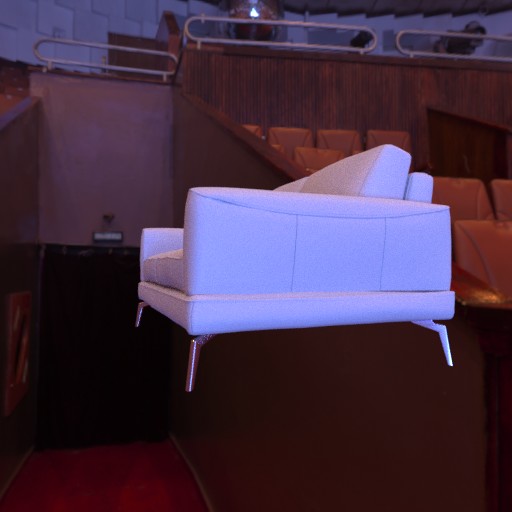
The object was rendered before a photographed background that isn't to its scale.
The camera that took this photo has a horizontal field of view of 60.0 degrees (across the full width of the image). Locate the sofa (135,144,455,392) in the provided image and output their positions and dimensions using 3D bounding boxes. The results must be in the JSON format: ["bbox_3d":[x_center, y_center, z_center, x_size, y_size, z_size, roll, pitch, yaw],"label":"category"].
[{"bbox_3d":[0.000,0.000,2.404,1.121,0.930,1.819,1,-2,-20],"label":"sofa"}]
